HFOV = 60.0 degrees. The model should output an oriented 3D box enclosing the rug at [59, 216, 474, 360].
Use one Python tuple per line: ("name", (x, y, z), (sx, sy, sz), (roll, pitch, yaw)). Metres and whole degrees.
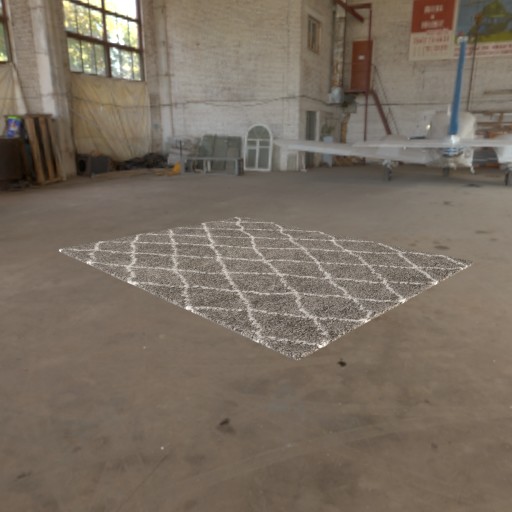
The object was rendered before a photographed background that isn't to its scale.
("rug", (0.000, 0.000, 4.125), (2.438, 0.029, 3.047), (-15, 22, -43))
